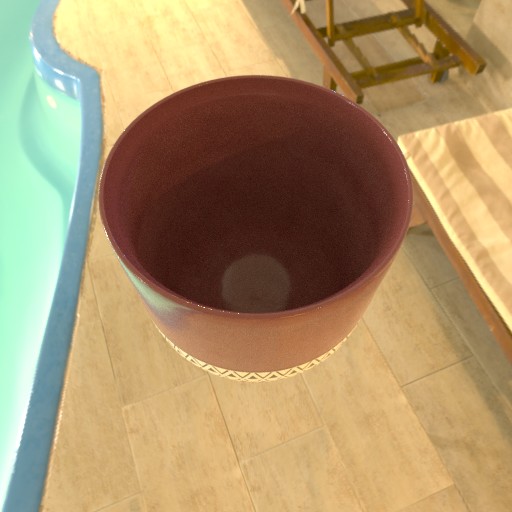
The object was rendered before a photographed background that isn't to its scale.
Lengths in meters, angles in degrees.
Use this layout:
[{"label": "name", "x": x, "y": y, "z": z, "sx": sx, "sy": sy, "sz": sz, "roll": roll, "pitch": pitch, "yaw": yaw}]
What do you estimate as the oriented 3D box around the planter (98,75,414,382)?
[{"label": "planter", "x": 0.000, "y": 0.000, "z": 0.493, "sx": 0.266, "sy": 0.270, "sz": 0.266, "roll": 0, "pitch": 59, "yaw": 0}]
